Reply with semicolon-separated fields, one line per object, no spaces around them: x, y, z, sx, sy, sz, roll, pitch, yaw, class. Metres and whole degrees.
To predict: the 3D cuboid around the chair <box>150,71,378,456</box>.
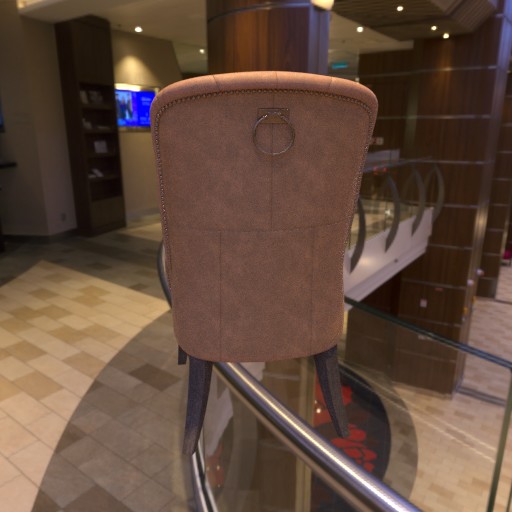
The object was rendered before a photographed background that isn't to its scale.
0.000;0.000;1.491;0.634;1.091;0.629;-3;16;-9;chair
